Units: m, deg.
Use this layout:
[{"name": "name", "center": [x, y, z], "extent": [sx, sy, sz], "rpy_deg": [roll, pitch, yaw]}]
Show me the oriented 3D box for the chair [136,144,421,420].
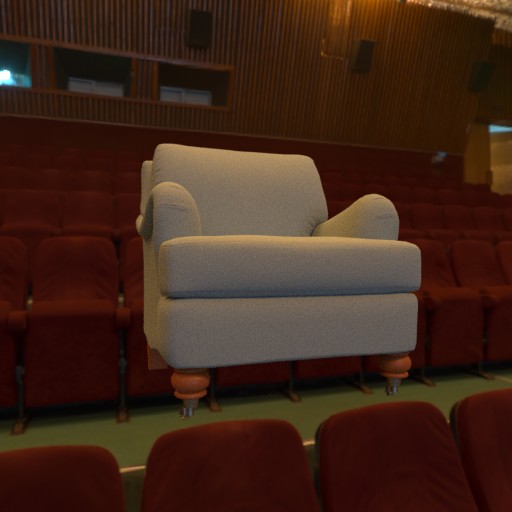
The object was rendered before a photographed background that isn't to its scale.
[{"name": "chair", "center": [0.000, 0.000, 1.895], "extent": [0.955, 1.038, 1.070], "rpy_deg": [0, -1, -19]}]
